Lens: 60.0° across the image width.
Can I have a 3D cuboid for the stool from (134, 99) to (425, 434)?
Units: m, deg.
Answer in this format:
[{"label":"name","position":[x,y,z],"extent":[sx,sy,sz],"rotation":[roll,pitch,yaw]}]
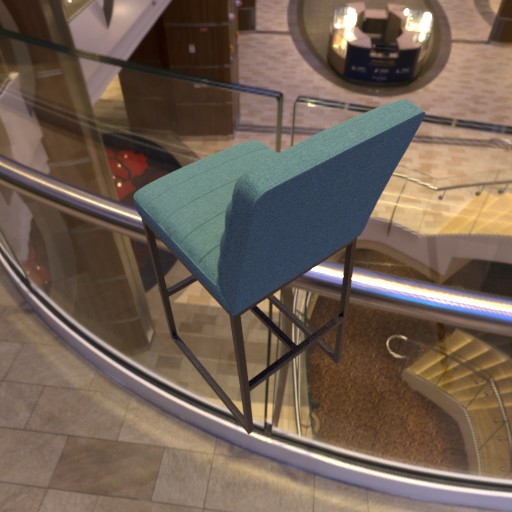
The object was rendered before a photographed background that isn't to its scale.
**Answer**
[{"label":"stool","position":[0.000,0.000,1.312],"extent":[0.460,1.040,0.560],"rotation":[-30,53,-26]}]
